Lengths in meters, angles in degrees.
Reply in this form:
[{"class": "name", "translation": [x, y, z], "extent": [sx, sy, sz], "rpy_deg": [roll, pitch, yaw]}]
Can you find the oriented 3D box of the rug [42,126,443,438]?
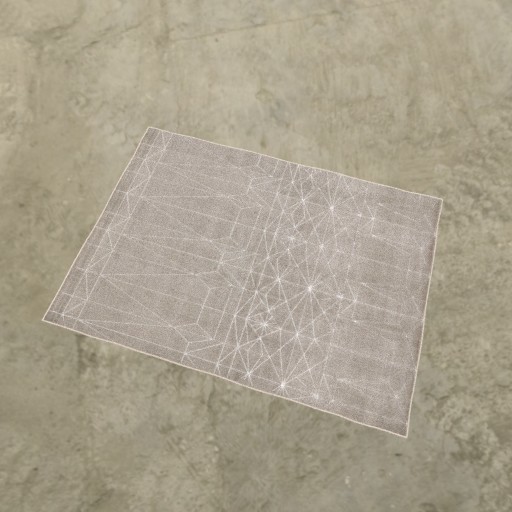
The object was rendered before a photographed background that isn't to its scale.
[{"class": "rug", "translation": [0.000, 0.000, 4.353], "extent": [3.357, 0.019, 2.449], "rpy_deg": [16, 65, 8]}]
